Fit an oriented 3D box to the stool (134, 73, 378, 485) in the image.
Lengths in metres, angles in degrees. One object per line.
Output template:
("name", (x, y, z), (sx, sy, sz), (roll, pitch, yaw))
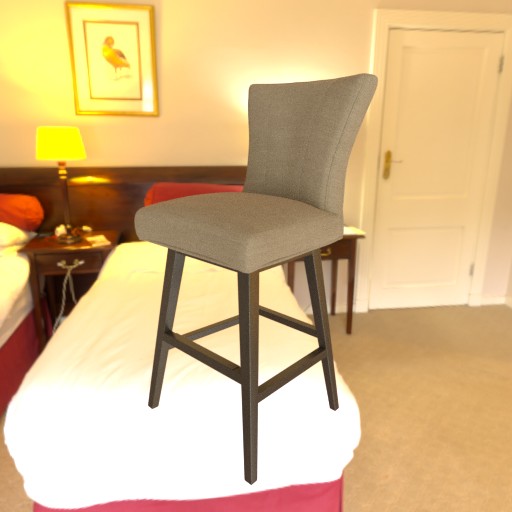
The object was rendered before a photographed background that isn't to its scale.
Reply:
("stool", (0.000, 0.000, 1.417), (0.514, 1.086, 0.574), (15, 22, 42))
